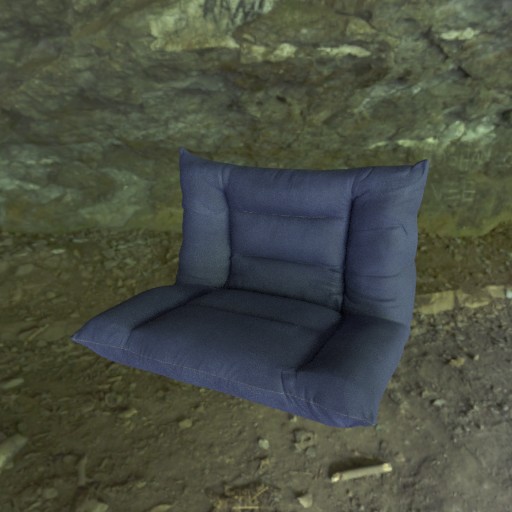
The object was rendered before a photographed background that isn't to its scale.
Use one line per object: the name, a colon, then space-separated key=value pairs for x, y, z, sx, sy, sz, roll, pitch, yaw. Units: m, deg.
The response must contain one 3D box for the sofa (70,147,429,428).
sofa: x=0.000 y=0.000 z=1.685 sx=1.122 sy=0.778 sz=0.849 roll=8 pitch=17 yaw=26
